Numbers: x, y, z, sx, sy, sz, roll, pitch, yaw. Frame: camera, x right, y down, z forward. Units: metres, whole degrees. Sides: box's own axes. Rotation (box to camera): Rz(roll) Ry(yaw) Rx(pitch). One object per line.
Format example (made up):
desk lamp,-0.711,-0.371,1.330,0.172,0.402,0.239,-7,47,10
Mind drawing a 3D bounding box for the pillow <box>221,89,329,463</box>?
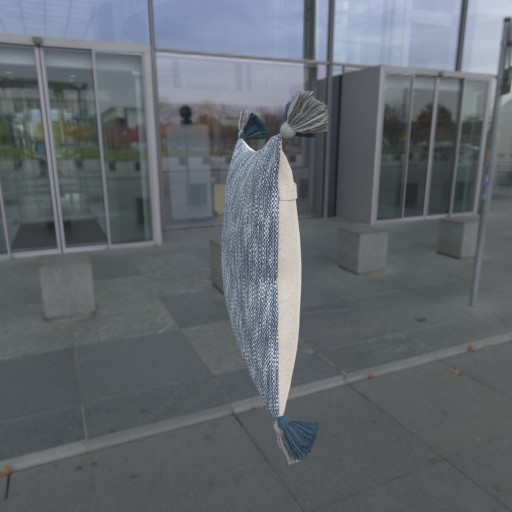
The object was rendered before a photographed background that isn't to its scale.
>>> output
pillow,0.000,0.000,0.944,0.138,0.634,0.614,-2,15,-9
